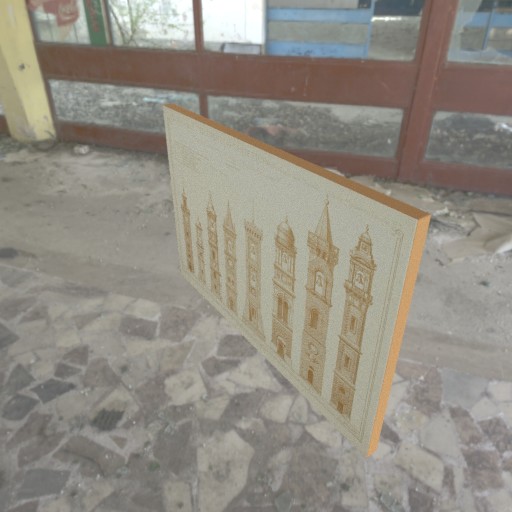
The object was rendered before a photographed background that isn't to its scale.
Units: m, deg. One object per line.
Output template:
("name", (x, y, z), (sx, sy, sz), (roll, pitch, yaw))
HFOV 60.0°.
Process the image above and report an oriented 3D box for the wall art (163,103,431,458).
("wall art", (0.000, 0.000, 1.173), (0.033, 0.608, 0.915), (-21, 37, -29))
